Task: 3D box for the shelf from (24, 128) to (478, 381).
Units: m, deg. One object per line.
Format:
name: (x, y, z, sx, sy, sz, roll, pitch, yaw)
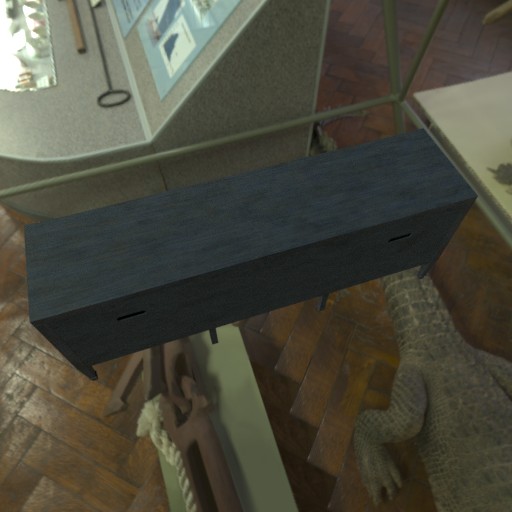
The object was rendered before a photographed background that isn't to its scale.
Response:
shelf: (0.000, 0.000, 2.182, 1.878, 0.715, 0.471, -16, 58, -10)
